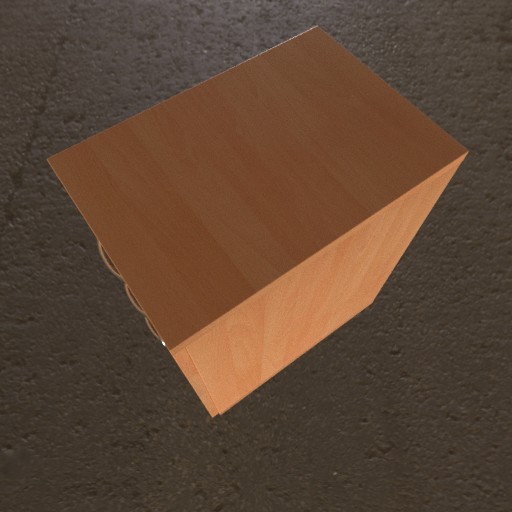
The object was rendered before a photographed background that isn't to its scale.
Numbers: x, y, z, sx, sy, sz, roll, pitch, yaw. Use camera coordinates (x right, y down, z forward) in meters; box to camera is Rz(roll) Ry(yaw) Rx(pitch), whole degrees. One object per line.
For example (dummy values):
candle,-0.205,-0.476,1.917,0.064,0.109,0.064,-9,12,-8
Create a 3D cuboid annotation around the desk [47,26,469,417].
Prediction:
desk,0.000,0.000,1.070,0.600,0.730,0.404,-33,67,-16
